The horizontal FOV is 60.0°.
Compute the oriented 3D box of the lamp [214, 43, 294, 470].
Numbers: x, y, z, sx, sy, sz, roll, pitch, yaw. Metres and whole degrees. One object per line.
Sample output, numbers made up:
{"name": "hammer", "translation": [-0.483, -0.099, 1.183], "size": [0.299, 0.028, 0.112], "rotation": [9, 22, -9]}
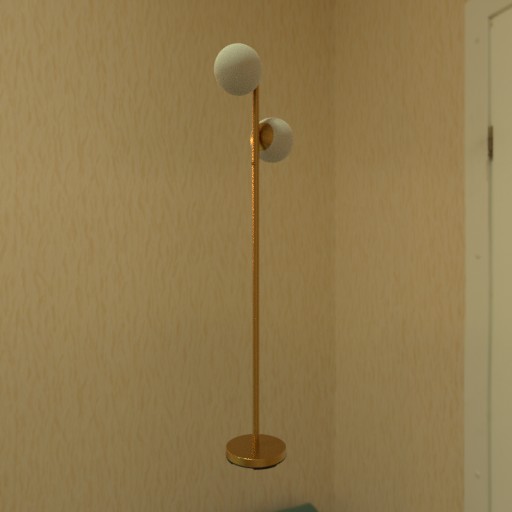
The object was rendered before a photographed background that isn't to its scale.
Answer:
{"name": "lamp", "translation": [0.000, 0.000, 1.822], "size": [0.249, 1.641, 0.419], "rotation": [0, 0, 37]}
